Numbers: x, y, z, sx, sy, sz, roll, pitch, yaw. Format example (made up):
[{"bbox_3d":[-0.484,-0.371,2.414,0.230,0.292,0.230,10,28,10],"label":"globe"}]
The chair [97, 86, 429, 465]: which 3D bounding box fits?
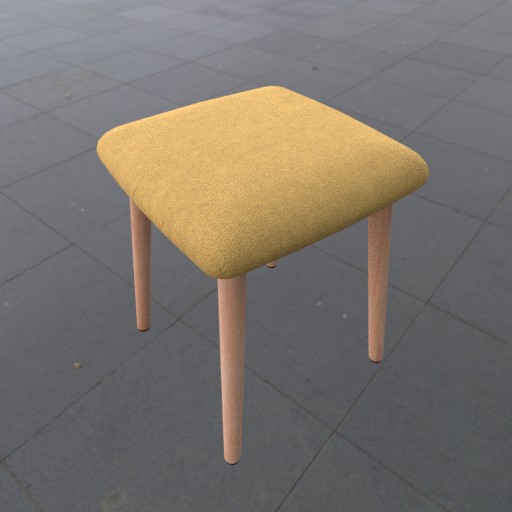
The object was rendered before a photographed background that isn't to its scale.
[{"bbox_3d":[0.000,0.000,0.716,0.350,0.440,0.350,-25,47,-26],"label":"chair"}]
